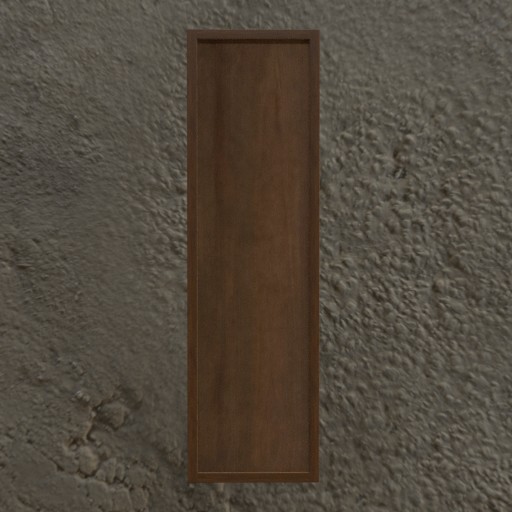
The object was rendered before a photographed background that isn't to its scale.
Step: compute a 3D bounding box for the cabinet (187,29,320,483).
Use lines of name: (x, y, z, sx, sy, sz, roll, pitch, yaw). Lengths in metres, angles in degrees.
cabinet: (0.000, 0.000, 2.078, 0.522, 0.820, 1.708, 0, 91, 0)
